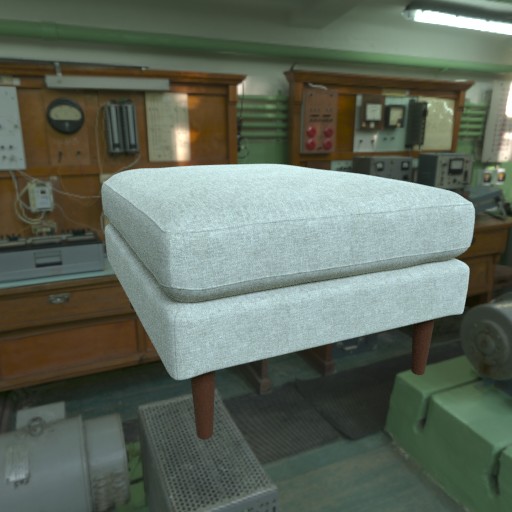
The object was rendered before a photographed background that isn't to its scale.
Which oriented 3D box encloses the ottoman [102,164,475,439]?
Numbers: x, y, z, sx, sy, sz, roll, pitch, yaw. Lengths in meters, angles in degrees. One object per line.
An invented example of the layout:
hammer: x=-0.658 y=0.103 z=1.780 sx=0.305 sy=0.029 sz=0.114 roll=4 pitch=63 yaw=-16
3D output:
ottoman: x=0.000 y=0.000 z=1.208 sx=0.693 sy=0.474 sz=0.821 roll=-7 pitch=17 yaw=-24
